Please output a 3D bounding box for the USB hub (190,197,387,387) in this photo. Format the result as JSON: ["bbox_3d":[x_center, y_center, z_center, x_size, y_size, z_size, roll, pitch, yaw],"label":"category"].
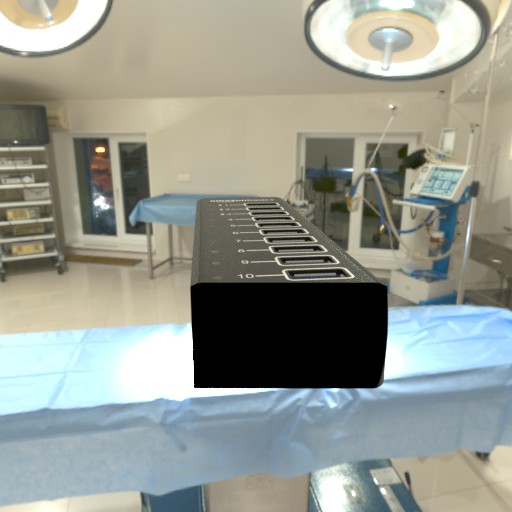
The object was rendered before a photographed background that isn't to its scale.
[{"bbox_3d":[0.000,0.000,0.164,0.044,0.023,0.145,-2,16,-6],"label":"USB hub"}]
